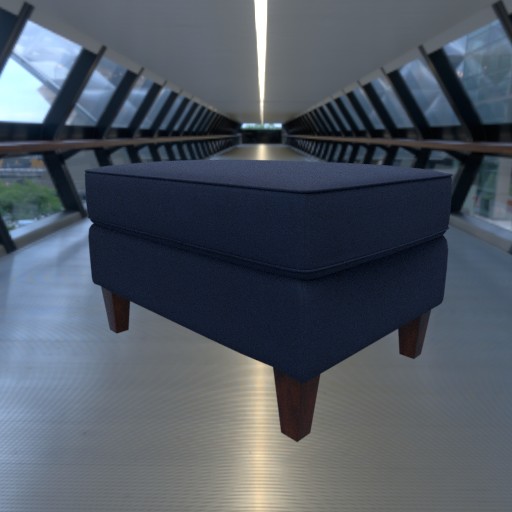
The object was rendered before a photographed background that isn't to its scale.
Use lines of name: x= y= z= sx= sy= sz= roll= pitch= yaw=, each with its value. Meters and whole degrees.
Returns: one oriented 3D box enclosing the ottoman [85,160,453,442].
ottoman: x=0.000 y=0.000 z=1.398 sx=0.686 sy=0.584 sz=0.965 roll=-14 pitch=20 yaw=-43
